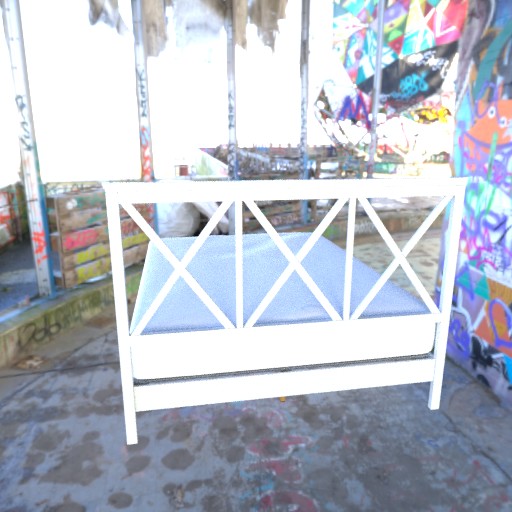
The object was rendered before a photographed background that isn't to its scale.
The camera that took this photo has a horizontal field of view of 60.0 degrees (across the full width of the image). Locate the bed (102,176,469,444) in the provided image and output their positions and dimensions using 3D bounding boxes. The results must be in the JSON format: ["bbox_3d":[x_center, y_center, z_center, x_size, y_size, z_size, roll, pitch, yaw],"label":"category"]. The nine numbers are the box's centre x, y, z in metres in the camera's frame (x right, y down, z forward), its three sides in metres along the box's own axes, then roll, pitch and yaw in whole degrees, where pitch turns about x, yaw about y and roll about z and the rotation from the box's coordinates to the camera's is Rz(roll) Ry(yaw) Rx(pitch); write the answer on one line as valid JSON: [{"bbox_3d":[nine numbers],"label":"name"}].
[{"bbox_3d":[0.000,0.000,3.135,1.673,1.253,2.135,-3,15,-10],"label":"bed"}]
